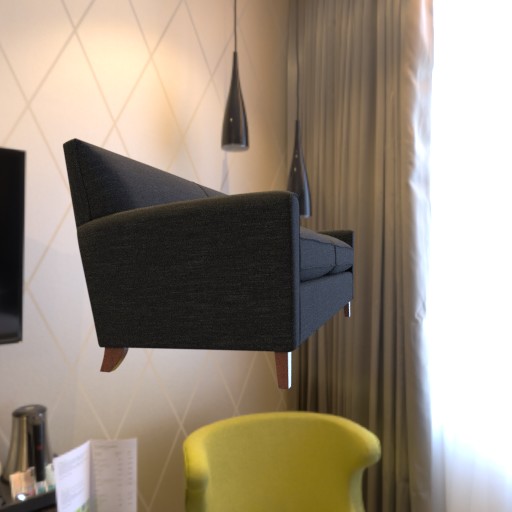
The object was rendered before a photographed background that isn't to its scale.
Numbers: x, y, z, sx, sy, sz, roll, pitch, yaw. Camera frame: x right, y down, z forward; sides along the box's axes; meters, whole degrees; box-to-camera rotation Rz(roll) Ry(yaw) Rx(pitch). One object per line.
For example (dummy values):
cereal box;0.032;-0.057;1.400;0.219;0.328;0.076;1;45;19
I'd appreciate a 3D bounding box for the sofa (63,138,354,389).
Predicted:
sofa;0.000;0.000;2.383;0.875;0.846;1.976;0;0;18
